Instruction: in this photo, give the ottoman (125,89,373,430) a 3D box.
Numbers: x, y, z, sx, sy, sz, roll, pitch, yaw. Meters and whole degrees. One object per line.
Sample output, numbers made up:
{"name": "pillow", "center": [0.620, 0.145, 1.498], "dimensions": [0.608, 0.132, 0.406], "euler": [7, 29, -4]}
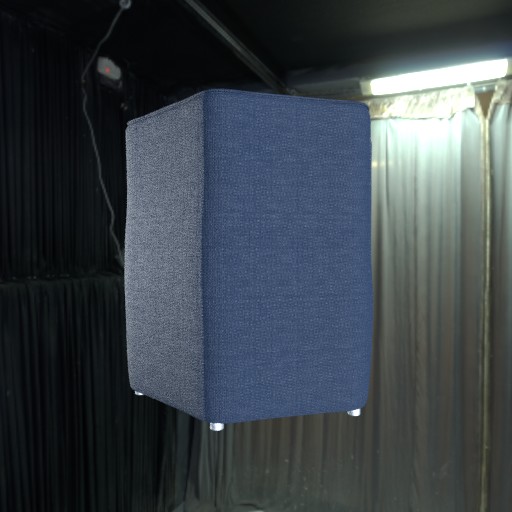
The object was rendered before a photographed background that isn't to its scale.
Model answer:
{"name": "ottoman", "center": [0.000, 0.000, 0.869], "dimensions": [0.454, 0.505, 0.492], "euler": [0, 1, 19]}
